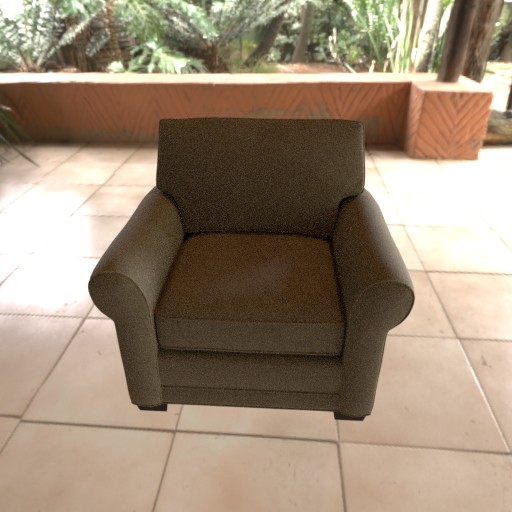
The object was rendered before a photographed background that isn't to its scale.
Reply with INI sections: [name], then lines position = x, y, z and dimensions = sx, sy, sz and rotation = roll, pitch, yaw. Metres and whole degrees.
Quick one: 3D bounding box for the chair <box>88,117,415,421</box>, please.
[chair]
position = 0.000, 0.000, 1.950
dimensions = 1.147, 1.044, 0.939
rotation = 2, 30, 3
